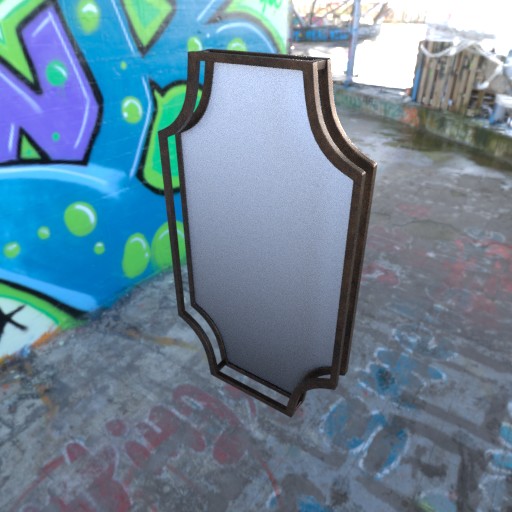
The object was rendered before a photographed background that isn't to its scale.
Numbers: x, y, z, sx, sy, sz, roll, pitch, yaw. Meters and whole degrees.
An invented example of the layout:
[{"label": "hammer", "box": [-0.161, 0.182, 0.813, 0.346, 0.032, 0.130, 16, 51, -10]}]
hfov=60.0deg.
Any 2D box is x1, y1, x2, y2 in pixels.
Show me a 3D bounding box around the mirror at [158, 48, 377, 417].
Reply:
[{"label": "mirror", "box": [0.000, 0.000, 0.975, 0.462, 0.811, 0.066, 19, 36, 29]}]
